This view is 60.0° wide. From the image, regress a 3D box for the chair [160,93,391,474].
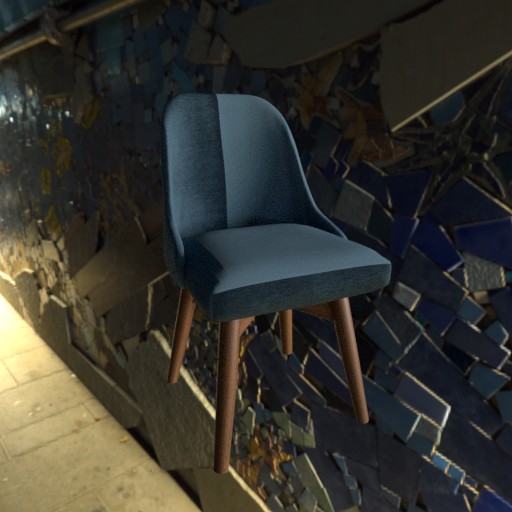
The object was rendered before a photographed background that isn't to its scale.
[{"bbox_3d":[0.000,0.000,1.234,0.503,0.882,0.589,-8,18,-25],"label":"chair"}]
